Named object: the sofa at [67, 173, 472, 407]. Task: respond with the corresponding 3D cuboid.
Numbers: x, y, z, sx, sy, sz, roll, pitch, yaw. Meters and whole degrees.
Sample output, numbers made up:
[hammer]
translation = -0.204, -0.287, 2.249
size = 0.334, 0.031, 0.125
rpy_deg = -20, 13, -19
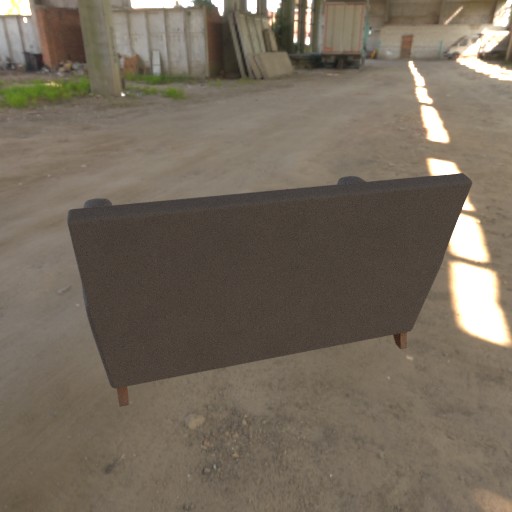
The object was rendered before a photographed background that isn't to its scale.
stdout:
[sofa]
translation = 0.000, 0.000, 1.946
size = 1.420, 0.846, 0.871
rpy_deg = -7, 27, -15
